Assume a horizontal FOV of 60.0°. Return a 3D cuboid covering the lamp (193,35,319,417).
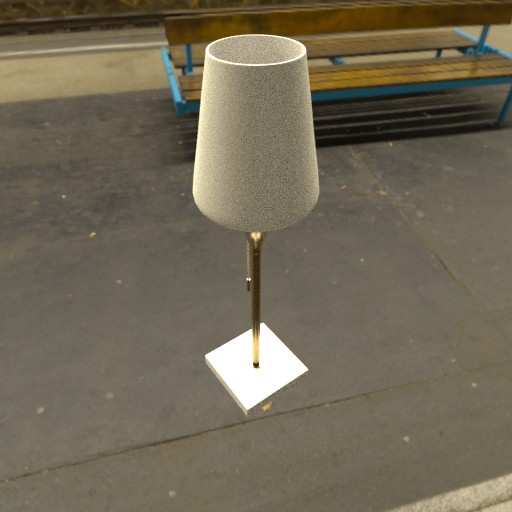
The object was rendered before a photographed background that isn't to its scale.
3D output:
[{"bbox_3d":[0.000,0.000,0.724,0.181,0.639,0.181,-26,47,-26],"label":"lamp"}]
